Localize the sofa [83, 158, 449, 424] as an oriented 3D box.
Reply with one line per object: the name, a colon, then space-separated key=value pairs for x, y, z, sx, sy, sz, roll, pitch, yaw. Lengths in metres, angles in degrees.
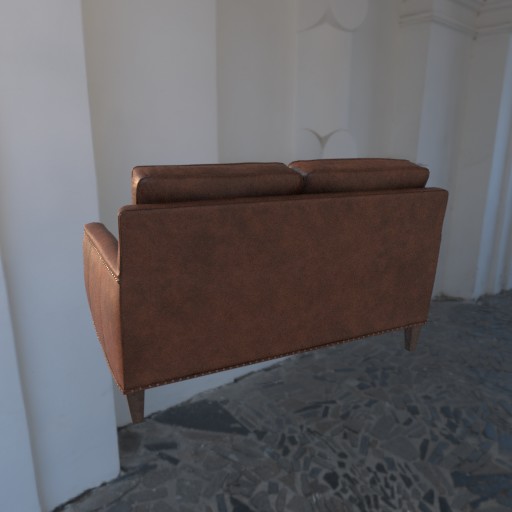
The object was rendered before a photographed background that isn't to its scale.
sofa: x=0.000 y=0.000 z=2.299 sx=1.628 sy=1.003 sz=1.083 roll=-7 pitch=16 yaw=-25
